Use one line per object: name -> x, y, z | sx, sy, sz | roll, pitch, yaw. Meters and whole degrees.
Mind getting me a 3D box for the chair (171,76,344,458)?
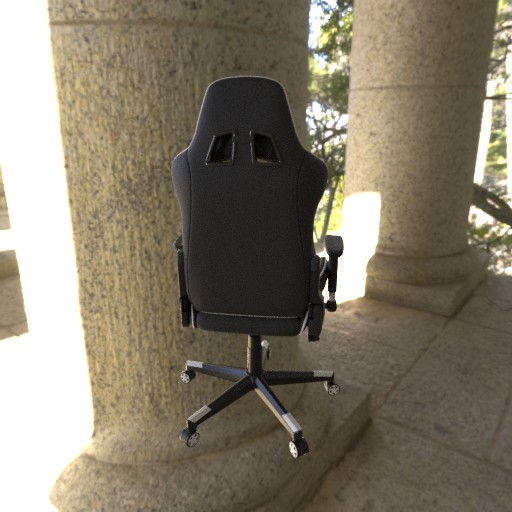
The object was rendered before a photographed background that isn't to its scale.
chair -> 0.000, 0.000, 1.689 | 0.700, 1.240, 0.700 | 2, 17, 8
